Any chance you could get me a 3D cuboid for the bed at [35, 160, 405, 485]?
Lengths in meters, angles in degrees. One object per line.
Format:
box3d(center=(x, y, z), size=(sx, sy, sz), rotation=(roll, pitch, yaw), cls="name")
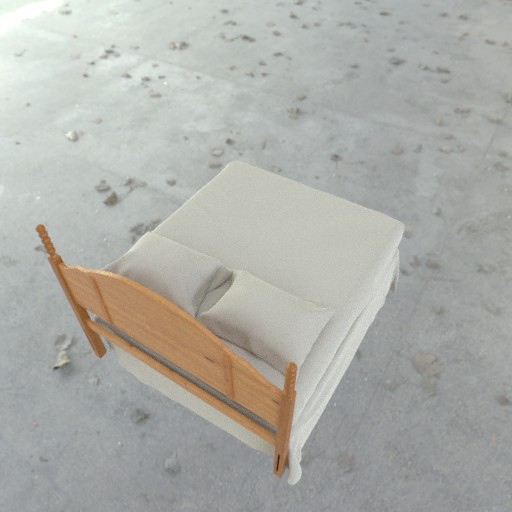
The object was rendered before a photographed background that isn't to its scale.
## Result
box3d(center=(0.000, 0.000, 3.212), size=(1.873, 1.356, 2.040), rotation=(25, 52, 22), cls="bed")
